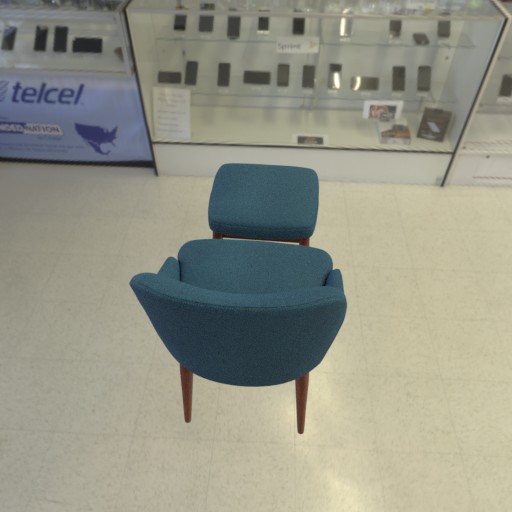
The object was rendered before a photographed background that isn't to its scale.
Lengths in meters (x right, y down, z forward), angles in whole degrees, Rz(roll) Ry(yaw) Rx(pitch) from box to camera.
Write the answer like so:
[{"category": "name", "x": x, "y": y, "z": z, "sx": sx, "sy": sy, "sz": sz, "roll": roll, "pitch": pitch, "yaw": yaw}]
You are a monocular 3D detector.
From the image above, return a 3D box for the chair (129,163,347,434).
[{"category": "chair", "x": 0.000, "y": 0.000, "z": 1.575, "sx": 0.584, "sy": 0.866, "sz": 1.114, "roll": 4, "pitch": 47, "yaw": 4}]
